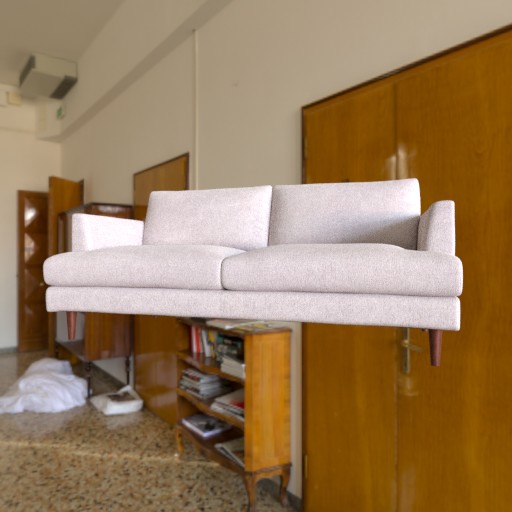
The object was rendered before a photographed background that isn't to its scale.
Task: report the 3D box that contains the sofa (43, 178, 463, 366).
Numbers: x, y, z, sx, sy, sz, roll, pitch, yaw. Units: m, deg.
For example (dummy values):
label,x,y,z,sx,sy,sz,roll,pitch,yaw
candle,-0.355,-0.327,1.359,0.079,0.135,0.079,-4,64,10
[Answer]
label,x,y,z,sx,sy,sz,roll,pitch,yaw
sofa,0.000,0.000,2.415,1.948,0.868,1.020,0,0,18
